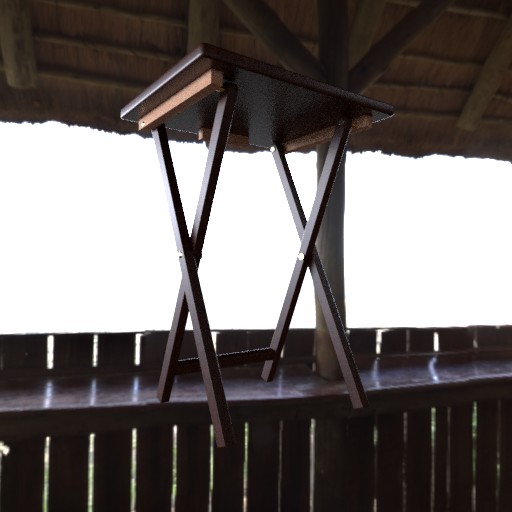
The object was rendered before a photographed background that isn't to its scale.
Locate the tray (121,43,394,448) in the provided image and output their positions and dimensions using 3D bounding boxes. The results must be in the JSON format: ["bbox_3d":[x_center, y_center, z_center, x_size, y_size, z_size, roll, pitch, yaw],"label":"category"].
[{"bbox_3d":[0.000,0.000,0.979,0.483,0.660,0.381,1,-1,-36],"label":"tray"}]
